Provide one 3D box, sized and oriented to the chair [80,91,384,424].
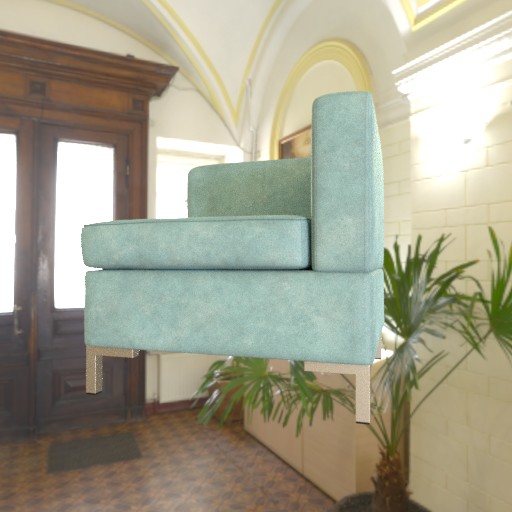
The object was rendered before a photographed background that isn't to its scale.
[{"bbox_3d":[0.000,0.000,1.246,0.691,0.660,0.684,0,-1,18],"label":"chair"}]
